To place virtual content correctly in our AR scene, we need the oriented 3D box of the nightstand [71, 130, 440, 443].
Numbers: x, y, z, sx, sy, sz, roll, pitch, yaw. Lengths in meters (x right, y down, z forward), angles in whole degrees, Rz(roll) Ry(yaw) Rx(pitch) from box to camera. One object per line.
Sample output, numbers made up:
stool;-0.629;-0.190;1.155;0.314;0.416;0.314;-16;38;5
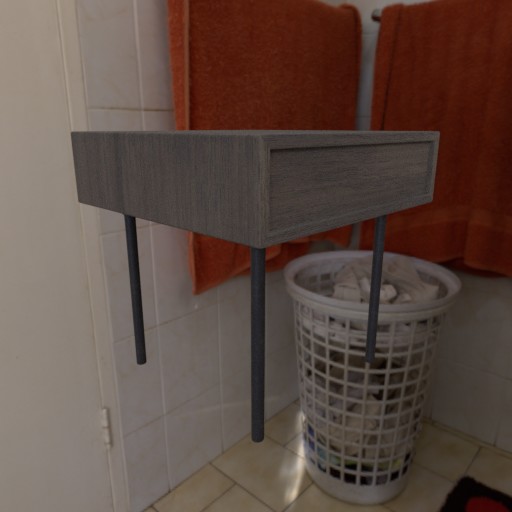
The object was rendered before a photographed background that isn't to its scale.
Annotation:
nightstand;0.000;0.000;0.918;0.503;0.497;0.502;15;22;42
